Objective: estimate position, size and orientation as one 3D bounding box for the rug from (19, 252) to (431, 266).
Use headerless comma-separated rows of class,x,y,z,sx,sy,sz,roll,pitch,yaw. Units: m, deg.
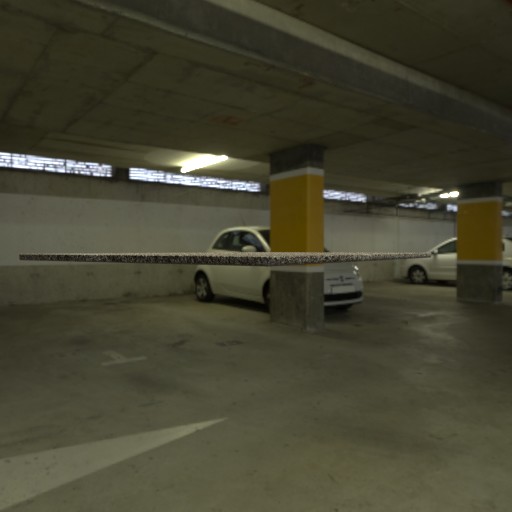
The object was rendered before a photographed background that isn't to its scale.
rug,0.000,0.000,2.081,1.198,0.025,1.601,1,1,35
